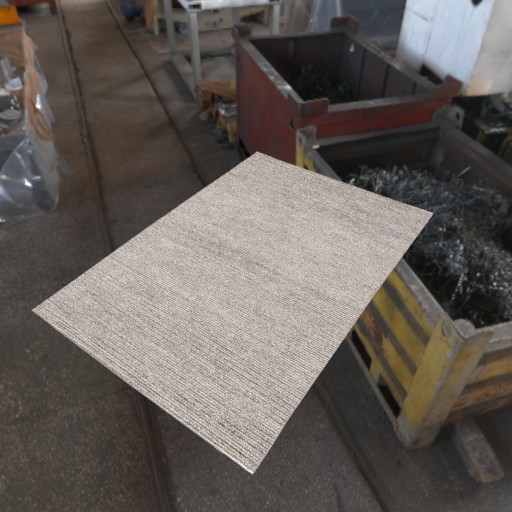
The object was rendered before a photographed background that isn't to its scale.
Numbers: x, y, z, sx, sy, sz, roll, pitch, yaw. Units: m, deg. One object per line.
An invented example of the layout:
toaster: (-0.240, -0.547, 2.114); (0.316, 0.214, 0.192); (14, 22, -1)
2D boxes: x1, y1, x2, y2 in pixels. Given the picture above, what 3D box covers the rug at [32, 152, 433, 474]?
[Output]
rug: (0.000, 0.000, 2.950); (1.604, 0.030, 2.307); (26, 48, 25)
